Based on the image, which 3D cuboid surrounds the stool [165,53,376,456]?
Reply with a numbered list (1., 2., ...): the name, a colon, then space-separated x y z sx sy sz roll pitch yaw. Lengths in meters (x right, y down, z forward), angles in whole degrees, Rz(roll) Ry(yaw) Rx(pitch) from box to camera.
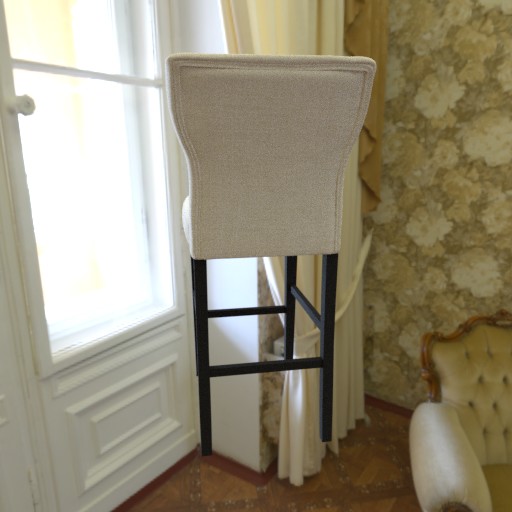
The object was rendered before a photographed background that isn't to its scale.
1. stool: 0.000 0.000 1.442 0.516 1.124 0.603 -3 15 -10
